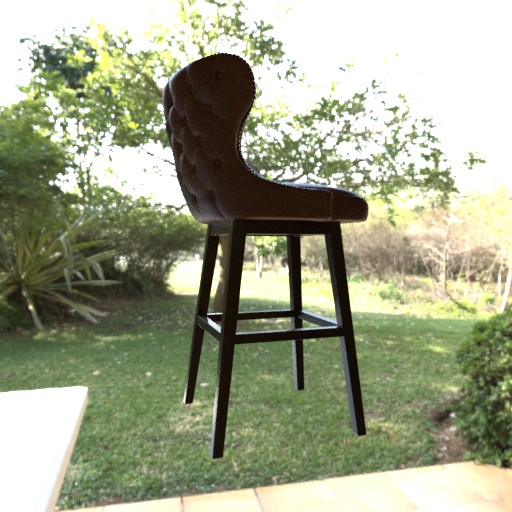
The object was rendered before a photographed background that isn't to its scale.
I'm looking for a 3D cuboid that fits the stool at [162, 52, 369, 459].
[{"bbox_3d":[0.000,0.000,1.475,0.606,1.087,0.591,-1,2,-19],"label":"stool"}]
